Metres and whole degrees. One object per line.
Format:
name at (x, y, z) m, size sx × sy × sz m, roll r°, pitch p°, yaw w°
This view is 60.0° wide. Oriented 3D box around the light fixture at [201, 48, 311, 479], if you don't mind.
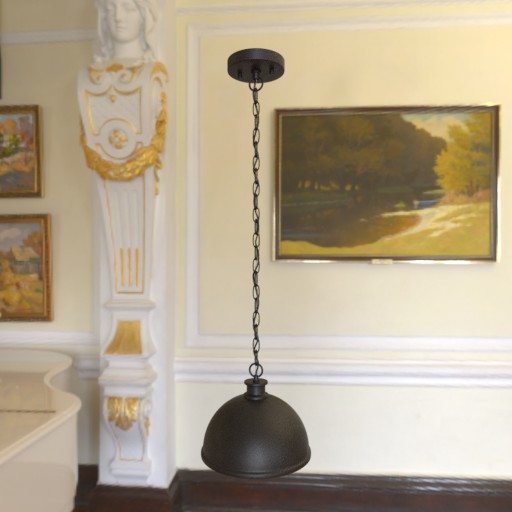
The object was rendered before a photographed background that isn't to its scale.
light fixture at (0.000, 0.000, 1.236) m, size 0.304 × 1.090 × 0.304 m, roll 0°, pitch -1°, yaw 17°
